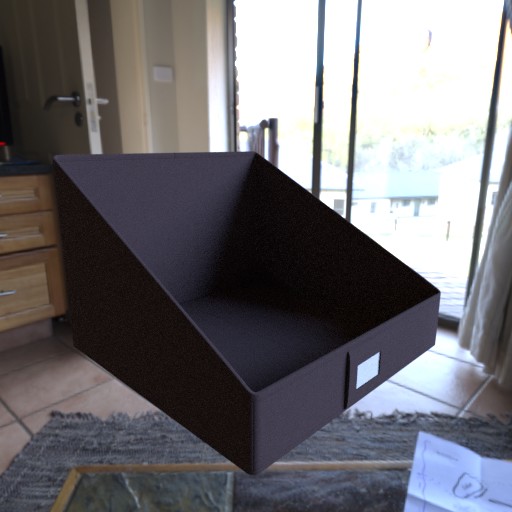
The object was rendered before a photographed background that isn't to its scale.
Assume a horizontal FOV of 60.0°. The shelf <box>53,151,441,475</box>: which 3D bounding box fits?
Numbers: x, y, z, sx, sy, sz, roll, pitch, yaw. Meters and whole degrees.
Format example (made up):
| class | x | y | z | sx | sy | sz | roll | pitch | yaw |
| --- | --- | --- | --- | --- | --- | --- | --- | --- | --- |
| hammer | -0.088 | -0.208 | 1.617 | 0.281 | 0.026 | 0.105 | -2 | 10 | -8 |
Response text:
| class | x | y | z | sx | sy | sz | roll | pitch | yaw |
| --- | --- | --- | --- | --- | --- | --- | --- | --- | --- |
| shelf | 0.000 | 0.000 | 0.471 | 0.292 | 0.210 | 0.292 | 14 | 20 | 43 |
